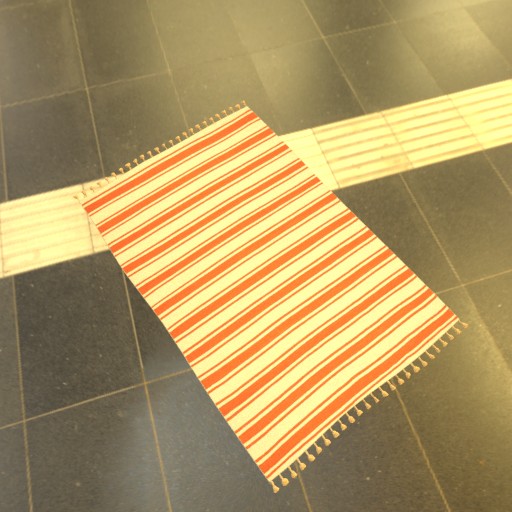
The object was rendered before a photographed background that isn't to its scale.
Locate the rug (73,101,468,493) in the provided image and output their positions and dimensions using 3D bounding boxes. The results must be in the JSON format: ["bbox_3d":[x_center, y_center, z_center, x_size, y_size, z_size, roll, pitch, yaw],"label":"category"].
[{"bbox_3d":[0.000,0.000,3.025,1.556,0.022,2.433,-34,68,-15],"label":"rug"}]
